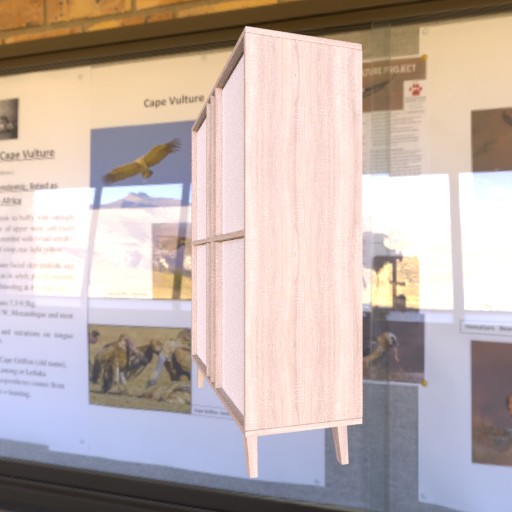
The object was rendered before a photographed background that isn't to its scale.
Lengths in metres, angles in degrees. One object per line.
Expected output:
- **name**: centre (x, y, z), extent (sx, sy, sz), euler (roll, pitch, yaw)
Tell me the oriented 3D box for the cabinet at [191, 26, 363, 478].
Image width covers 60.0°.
- **cabinet**: centre (0.000, 0.000, 1.927), extent (0.398, 1.388, 1.111), euler (0, 0, -17)
